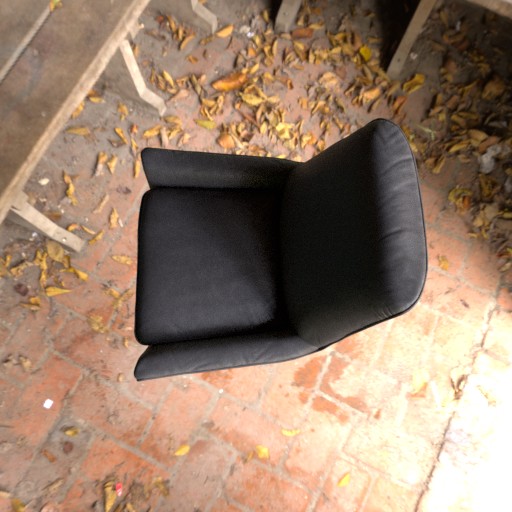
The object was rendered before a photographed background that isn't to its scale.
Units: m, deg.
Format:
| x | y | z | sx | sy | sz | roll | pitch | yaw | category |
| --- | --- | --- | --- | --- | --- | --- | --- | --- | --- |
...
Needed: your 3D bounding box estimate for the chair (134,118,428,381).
| x | y | z | sx | sy | sz | roll | pitch | yaw | category |
| --- | --- | --- | --- | --- | --- | --- | --- | --- | --- |
| 0.000 | 0.000 | 1.492 | 0.822 | 0.888 | 0.787 | -2 | 76 | 0 | chair |
